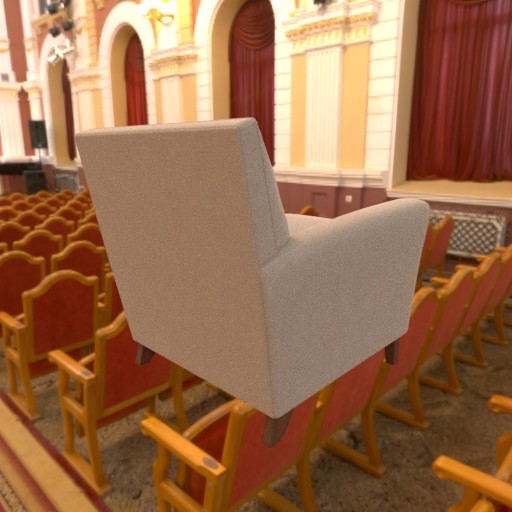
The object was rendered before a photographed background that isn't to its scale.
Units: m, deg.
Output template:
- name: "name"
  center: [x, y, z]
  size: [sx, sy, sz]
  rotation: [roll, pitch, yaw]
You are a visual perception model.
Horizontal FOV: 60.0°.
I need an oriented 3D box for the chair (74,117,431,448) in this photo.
- name: "chair"
  center: [0.000, 0.000, 1.535]
  size: [0.840, 0.846, 0.871]
  rotation: [13, 19, 43]
